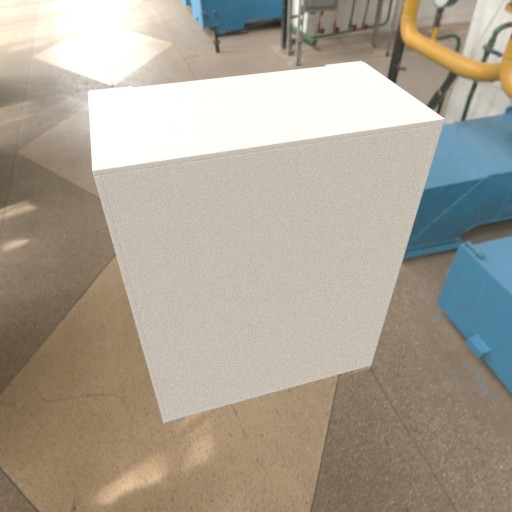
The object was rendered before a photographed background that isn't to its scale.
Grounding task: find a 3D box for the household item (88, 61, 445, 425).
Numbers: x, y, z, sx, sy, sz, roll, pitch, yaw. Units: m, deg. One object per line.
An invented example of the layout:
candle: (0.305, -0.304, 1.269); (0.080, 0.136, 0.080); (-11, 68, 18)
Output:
household item: (0.000, 0.000, 1.430); (0.790, 1.010, 0.420); (-11, 43, -13)
